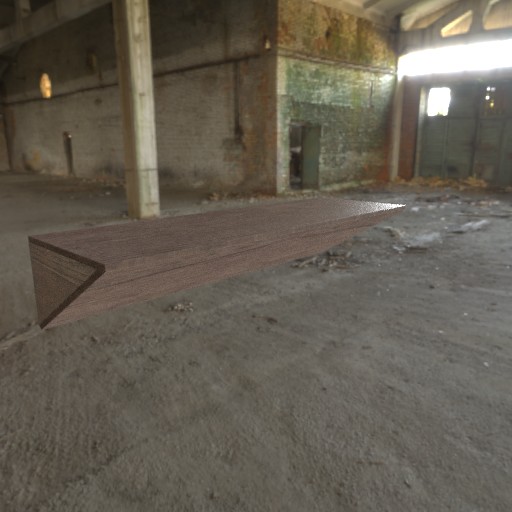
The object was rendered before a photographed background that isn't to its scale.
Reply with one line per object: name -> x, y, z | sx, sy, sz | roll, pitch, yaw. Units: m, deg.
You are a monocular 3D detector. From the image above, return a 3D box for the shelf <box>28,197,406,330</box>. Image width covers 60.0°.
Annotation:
shelf -> 0.000, 0.000, 0.711 | 0.200, 0.125, 0.610 | 13, 19, 43
